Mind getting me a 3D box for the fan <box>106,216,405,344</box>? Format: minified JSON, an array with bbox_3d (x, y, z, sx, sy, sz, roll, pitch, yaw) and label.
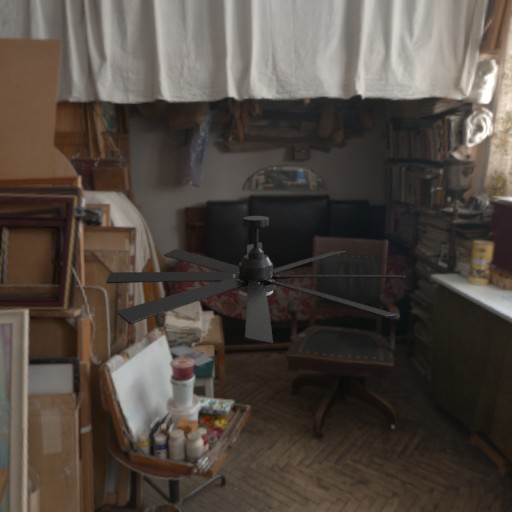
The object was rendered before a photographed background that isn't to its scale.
[{"bbox_3d":[0.000,0.000,2.726,1.830,0.472,1.830,14,20,42],"label":"fan"}]
